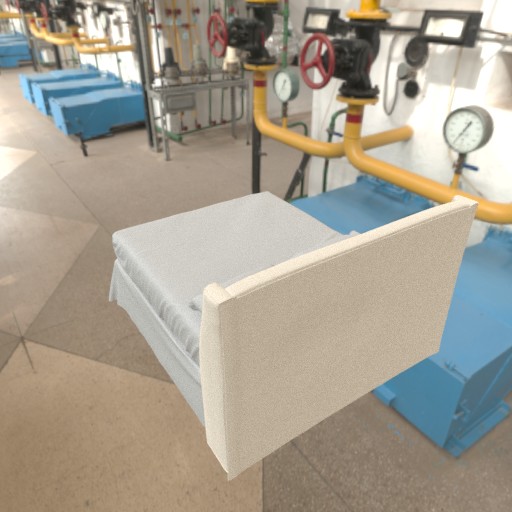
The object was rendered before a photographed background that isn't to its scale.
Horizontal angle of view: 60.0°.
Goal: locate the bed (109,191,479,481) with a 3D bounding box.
[{"bbox_3d":[0.000,0.000,3.473,1.925,1.332,2.276,-19,36,-28],"label":"bed"}]
